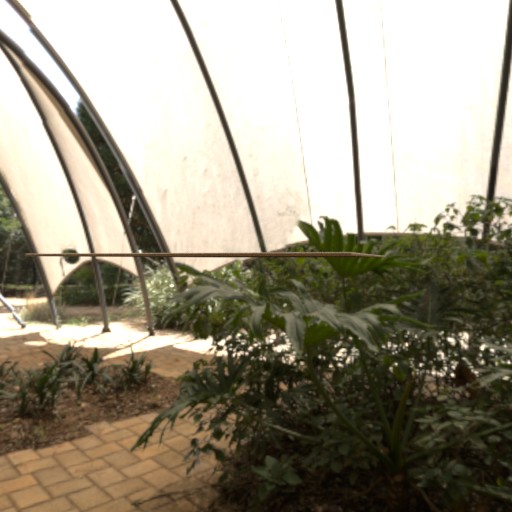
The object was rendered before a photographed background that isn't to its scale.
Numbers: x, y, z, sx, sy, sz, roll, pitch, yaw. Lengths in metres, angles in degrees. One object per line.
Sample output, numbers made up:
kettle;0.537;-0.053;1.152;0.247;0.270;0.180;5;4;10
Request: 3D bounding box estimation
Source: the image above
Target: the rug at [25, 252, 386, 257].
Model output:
rug;0.000;0.000;2.332;1.219;0.010;1.829;0;0;19
